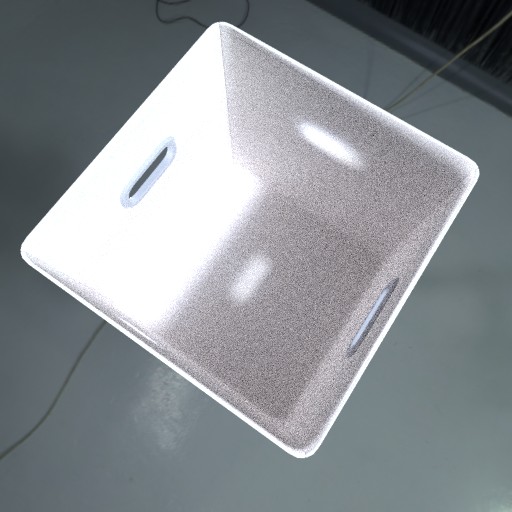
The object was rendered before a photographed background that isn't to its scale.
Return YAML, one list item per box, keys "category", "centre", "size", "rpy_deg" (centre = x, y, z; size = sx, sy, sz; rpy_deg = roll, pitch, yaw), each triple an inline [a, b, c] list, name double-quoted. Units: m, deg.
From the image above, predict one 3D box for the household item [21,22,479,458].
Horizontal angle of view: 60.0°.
- category: "household item"
  centre: [0.000, 0.000, 0.538]
  size: [0.305, 0.305, 0.305]
  rpy_deg: [33, 77, 9]
